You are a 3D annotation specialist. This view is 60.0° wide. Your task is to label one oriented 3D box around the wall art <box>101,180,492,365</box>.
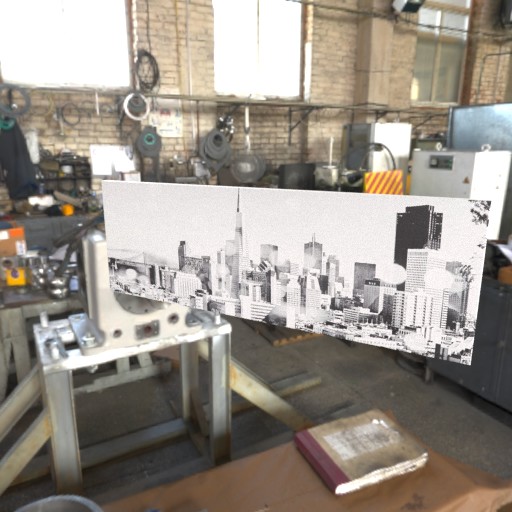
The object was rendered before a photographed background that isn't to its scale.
[{"bbox_3d":[0.000,0.000,1.670,1.520,0.507,0.039,7,16,27],"label":"wall art"}]
